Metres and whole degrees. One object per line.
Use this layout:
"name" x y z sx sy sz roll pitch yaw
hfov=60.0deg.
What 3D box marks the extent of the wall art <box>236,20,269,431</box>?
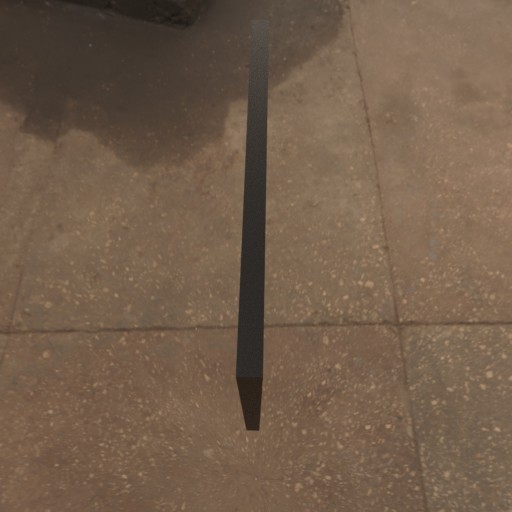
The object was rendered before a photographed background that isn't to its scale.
"wall art" 0.000 0.000 1.129 0.038 0.762 0.762 1 63 1
